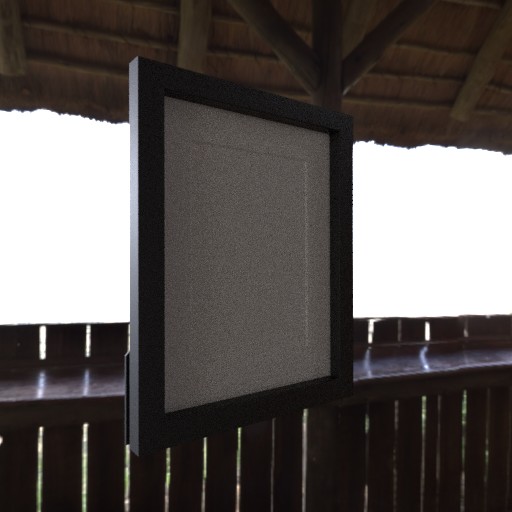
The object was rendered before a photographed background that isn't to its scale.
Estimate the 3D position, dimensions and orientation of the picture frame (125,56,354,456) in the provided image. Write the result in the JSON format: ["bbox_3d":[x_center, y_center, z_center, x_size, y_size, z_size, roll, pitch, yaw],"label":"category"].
[{"bbox_3d":[0.000,0.000,0.528,0.307,0.383,0.036,0,0,-37],"label":"picture frame"}]
